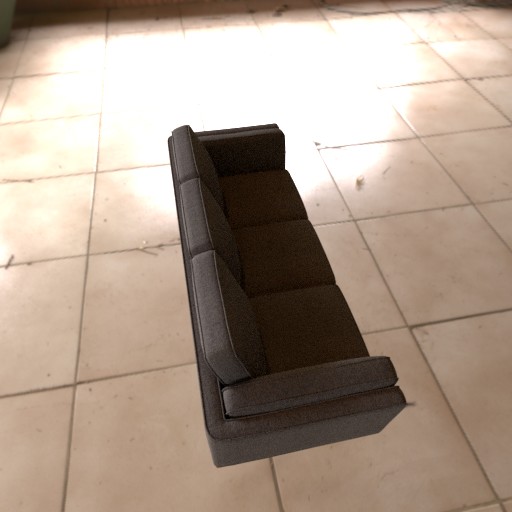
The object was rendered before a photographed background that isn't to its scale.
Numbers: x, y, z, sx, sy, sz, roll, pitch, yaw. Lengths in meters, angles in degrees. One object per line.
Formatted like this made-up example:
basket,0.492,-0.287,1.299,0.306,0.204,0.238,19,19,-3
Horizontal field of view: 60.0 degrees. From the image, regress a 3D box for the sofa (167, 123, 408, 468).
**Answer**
sofa,0.000,0.000,2.785,0.903,0.899,2.362,-9,47,-8
